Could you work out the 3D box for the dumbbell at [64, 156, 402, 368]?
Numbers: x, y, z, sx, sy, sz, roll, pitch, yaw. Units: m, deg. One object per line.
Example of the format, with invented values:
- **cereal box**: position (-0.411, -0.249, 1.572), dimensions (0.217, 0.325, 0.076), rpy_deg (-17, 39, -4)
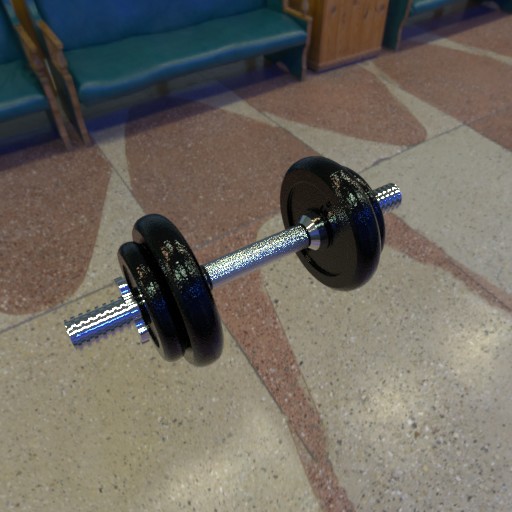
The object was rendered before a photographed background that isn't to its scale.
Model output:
- **dumbbell**: position (0.000, 0.000, 0.596), dimensions (0.497, 0.202, 0.202), rpy_deg (-24, 51, -21)
